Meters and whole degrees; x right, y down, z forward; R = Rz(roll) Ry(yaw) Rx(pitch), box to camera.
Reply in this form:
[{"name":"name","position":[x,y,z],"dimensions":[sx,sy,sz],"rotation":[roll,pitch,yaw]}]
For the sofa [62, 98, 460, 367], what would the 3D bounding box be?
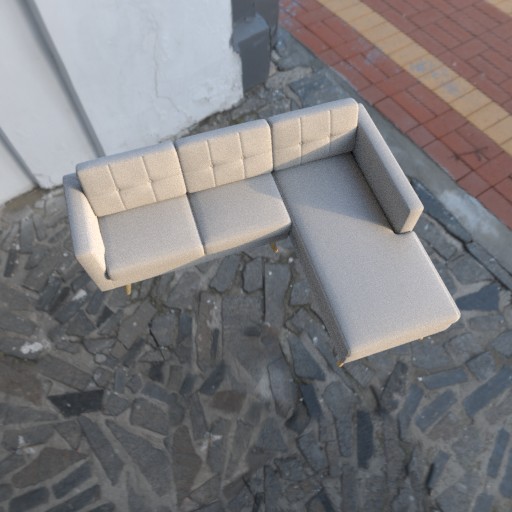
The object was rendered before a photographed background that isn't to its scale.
[{"name":"sofa","position":[0.000,0.000,2.774],"dimensions":[2.040,0.860,1.530],"rotation":[-16,64,-8]}]
